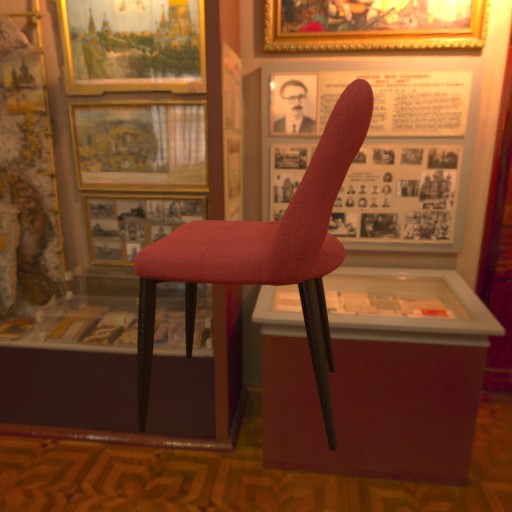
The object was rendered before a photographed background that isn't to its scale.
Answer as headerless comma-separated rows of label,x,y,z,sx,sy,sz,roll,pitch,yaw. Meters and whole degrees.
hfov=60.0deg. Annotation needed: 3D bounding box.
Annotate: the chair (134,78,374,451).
chair,0.000,0.000,1.224,0.569,0.892,0.483,2,15,9
